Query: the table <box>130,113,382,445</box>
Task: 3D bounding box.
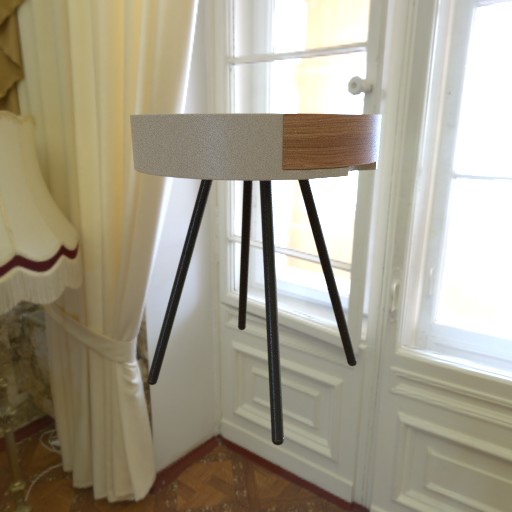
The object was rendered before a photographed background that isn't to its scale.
[{"bbox_3d":[0.000,0.000,0.867,0.450,0.525,0.450,0,17,0],"label":"table"}]
